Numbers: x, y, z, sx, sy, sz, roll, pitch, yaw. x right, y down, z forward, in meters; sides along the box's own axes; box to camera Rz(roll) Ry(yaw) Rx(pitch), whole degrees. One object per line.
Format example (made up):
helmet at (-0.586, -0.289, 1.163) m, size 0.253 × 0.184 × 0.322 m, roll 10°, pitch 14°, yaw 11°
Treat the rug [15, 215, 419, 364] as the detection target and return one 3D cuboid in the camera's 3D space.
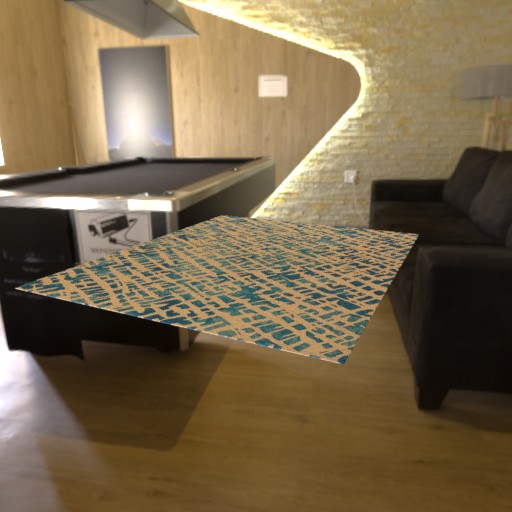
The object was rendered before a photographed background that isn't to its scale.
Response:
rug at (0.000, 0.000, 3.987) m, size 2.435 × 0.007 × 3.007 m, roll 8°, pitch 18°, yaw 25°
